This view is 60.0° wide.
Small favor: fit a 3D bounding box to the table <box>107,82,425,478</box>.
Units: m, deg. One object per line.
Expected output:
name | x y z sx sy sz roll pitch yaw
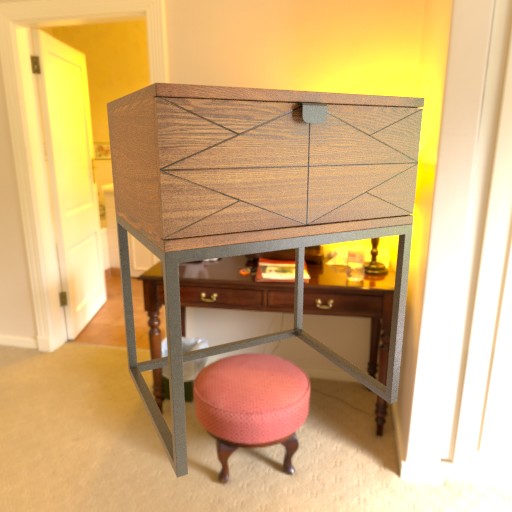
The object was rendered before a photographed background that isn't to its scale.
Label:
table | 0.000 0.000 0.917 0.482 0.610 0.400 -7 17 -26
